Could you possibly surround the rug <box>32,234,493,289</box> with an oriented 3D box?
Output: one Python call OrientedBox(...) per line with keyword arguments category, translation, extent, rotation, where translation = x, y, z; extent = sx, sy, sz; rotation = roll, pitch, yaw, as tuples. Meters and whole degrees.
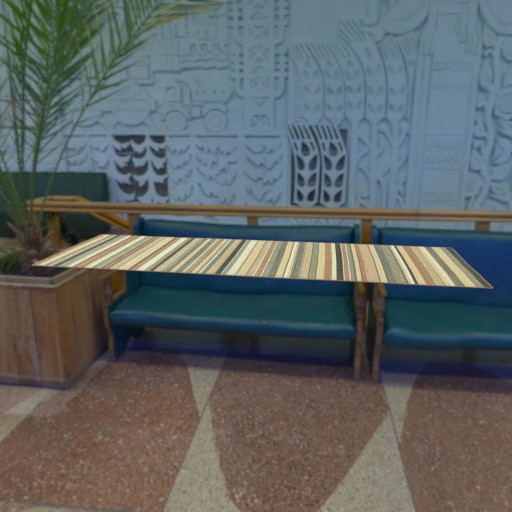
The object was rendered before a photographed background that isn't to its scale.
OrientedBox(category="rug", translation=(0.000, 0.000, 2.687), extent=(2.444, 0.010, 0.799), rotation=(2, 16, 9))
